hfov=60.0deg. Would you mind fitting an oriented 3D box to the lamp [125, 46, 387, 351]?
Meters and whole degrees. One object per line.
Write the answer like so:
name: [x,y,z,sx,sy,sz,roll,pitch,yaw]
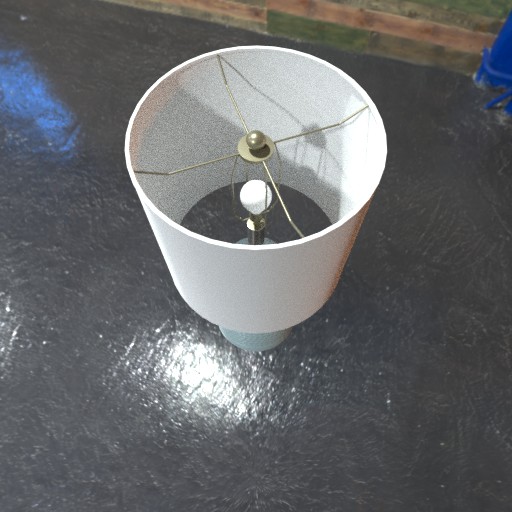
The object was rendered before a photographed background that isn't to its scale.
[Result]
lamp: [0.000,0.000,1.100,0.418,0.871,0.418,17,65,8]
